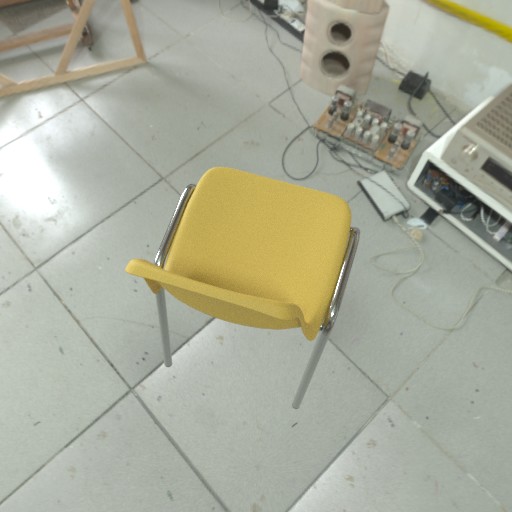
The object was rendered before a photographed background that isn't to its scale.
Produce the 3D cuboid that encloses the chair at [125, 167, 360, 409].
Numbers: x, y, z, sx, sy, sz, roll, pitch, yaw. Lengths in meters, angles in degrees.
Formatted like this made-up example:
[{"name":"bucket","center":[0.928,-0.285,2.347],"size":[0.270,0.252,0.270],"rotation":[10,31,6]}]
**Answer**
[{"name":"chair","center":[0.000,0.000,0.899],"size":[0.381,0.653,0.436],"rotation":[16,65,7]}]
